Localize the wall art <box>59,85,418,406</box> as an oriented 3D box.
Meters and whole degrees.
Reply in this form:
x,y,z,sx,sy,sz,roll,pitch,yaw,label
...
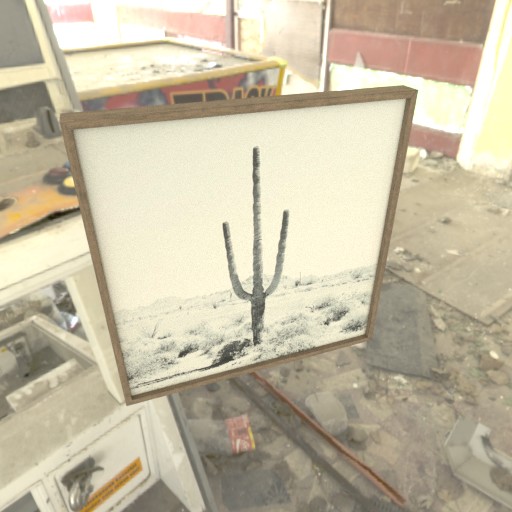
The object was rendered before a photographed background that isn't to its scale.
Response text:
x,y,z,sx,sy,sz,roll,pitch,yaw,label
0.000,0.000,0.748,0.508,0.508,0.038,-11,34,-17,wall art
